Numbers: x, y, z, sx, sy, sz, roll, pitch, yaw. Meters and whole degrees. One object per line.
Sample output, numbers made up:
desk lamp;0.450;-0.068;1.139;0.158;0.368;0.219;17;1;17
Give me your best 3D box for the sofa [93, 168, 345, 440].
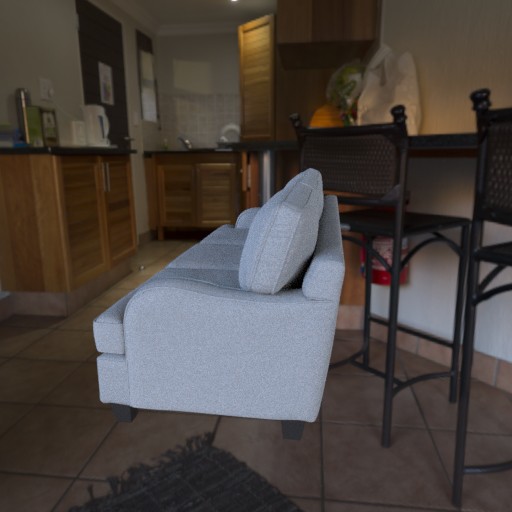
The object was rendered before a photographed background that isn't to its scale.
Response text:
sofa;0.000;0.000;2.803;1.016;0.997;2.323;2;14;9
